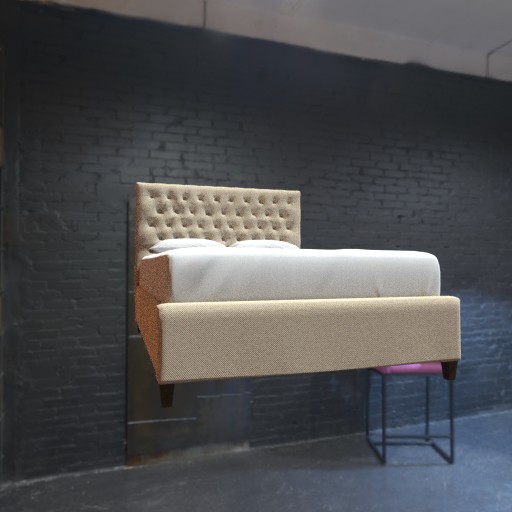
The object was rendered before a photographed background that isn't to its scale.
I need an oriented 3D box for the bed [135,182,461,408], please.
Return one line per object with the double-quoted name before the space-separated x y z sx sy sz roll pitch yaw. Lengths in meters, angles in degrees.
"bed" 0.000 0.000 3.373 1.698 1.427 2.387 0 -1 -17
